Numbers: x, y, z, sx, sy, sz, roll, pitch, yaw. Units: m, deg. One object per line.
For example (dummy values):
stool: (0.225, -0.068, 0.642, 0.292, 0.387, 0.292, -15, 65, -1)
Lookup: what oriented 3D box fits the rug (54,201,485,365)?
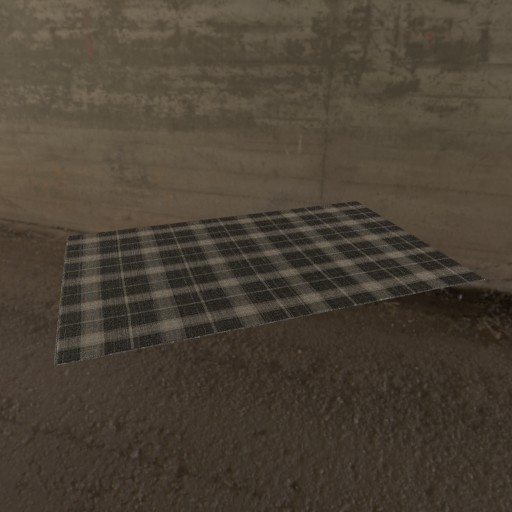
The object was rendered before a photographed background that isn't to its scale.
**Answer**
rug: (0.000, 0.000, 2.980, 2.434, 0.015, 1.520, -9, 27, -17)
